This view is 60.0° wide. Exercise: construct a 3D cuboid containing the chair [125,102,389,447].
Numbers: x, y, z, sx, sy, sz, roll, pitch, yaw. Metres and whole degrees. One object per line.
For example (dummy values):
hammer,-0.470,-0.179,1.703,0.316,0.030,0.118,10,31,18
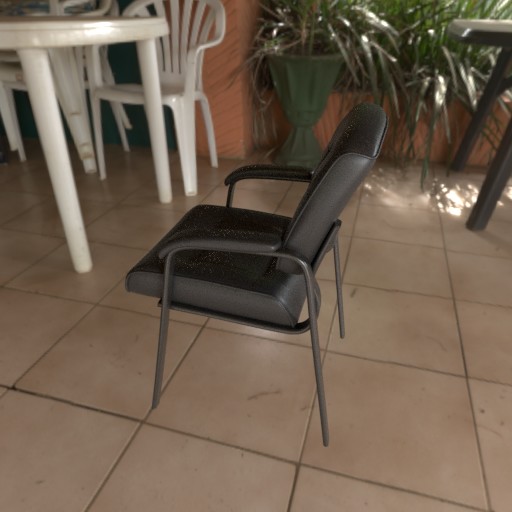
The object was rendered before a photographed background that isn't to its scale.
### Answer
chair,0.000,0.000,1.368,0.668,0.910,0.591,8,31,13
